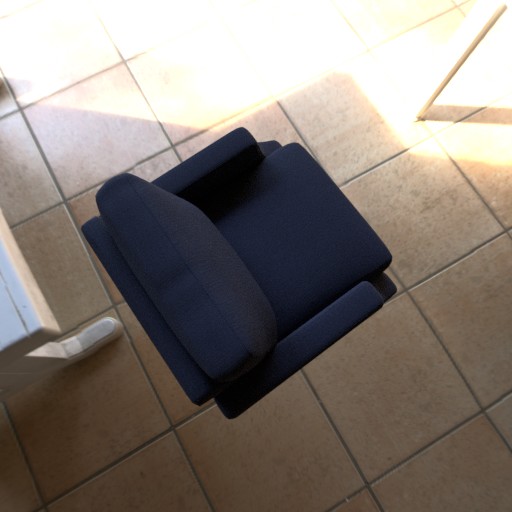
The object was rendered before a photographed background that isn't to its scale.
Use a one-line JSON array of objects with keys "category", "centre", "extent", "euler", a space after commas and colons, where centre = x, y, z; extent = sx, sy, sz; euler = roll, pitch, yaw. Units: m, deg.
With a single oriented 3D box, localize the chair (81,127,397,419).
[{"category": "chair", "centre": [0.000, 0.000, 1.684], "extent": [0.897, 0.991, 0.855], "euler": [-35, 77, -9]}]
